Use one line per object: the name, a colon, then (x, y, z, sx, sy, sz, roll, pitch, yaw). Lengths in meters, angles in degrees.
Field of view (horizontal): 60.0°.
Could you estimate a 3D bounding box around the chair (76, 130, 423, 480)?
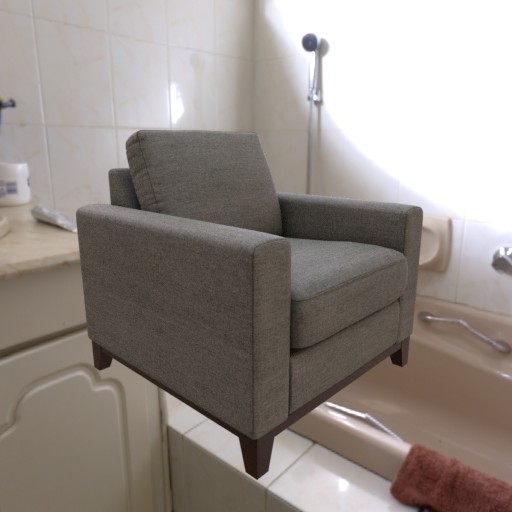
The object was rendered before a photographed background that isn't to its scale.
chair: (0.000, 0.000, 1.831, 1.038, 1.010, 1.024, 13, 19, 42)
